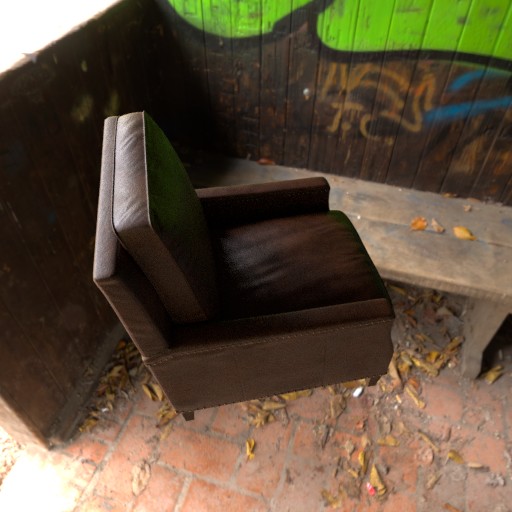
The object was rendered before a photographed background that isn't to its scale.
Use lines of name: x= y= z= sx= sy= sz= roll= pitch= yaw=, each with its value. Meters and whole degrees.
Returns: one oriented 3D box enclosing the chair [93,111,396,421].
chair: x=0.000 y=0.000 z=1.822 sx=1.035 sy=1.054 sz=0.854 roll=-8 pitch=47 yaw=-8
